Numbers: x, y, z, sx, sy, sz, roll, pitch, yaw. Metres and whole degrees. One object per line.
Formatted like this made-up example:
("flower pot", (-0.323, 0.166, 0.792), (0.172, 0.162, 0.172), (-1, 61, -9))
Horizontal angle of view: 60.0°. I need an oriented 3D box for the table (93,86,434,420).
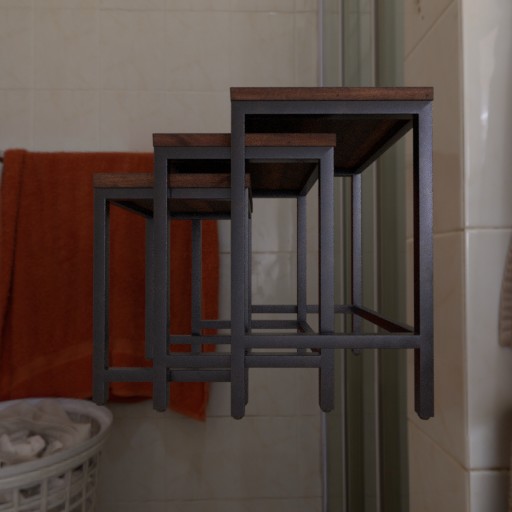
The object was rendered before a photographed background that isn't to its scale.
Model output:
("table", (0.000, 0.000, 1.118), (0.660, 0.616, 0.608), (0, -1, 0))
